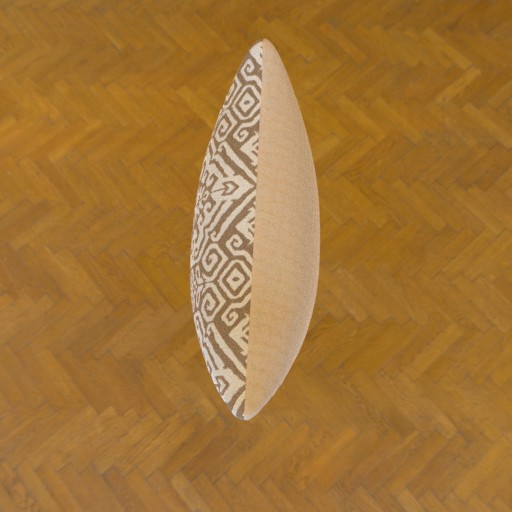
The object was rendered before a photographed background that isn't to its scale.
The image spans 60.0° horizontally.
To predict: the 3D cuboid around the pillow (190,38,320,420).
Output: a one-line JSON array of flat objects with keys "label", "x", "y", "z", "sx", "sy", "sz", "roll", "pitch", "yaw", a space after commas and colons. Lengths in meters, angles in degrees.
[{"label": "pillow", "x": 0.000, "y": 0.000, "z": 0.642, "sx": 0.173, "sy": 0.407, "sz": 0.419, "roll": 3, "pitch": 75, "yaw": 1}]
